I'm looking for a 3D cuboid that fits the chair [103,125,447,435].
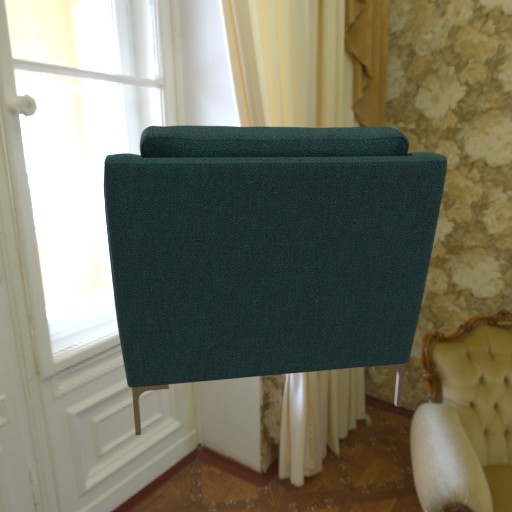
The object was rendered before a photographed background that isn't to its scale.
[{"bbox_3d":[0.000,0.000,1.503,0.847,0.828,0.849,-2,15,-9],"label":"chair"}]
